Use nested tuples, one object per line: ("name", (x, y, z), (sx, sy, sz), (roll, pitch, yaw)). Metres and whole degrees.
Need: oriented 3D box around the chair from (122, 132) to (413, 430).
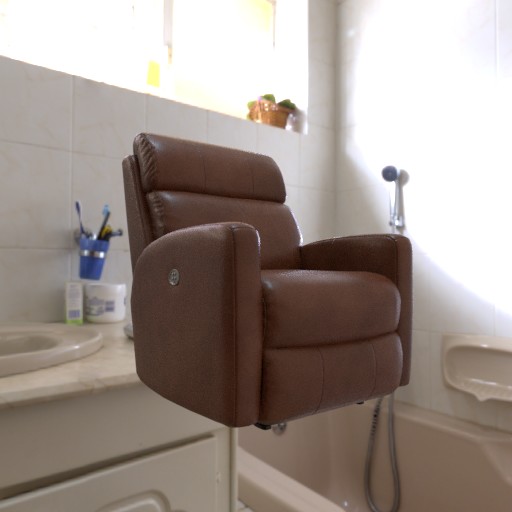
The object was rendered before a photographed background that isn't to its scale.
("chair", (0.000, 0.000, 1.674), (0.787, 1.016, 0.939), (1, -2, -36))
